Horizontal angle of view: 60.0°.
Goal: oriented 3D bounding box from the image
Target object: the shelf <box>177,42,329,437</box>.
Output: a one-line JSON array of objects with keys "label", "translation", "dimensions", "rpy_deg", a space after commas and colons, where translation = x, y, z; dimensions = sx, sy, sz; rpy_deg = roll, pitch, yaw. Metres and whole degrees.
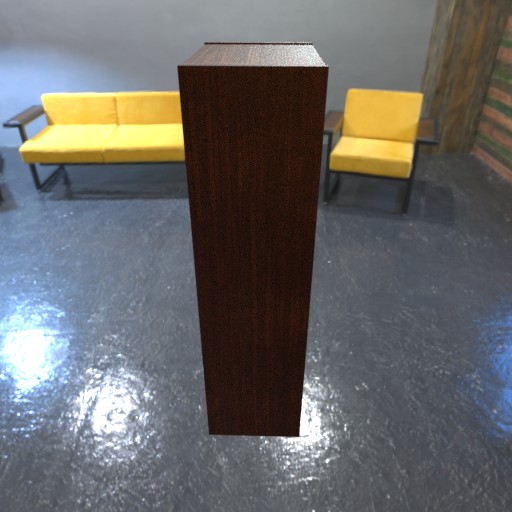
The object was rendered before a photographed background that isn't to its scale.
[{"label": "shelf", "translation": [0.000, 0.000, 1.306], "dimensions": [0.290, 1.099, 0.415], "rpy_deg": [1, 31, 1]}]
